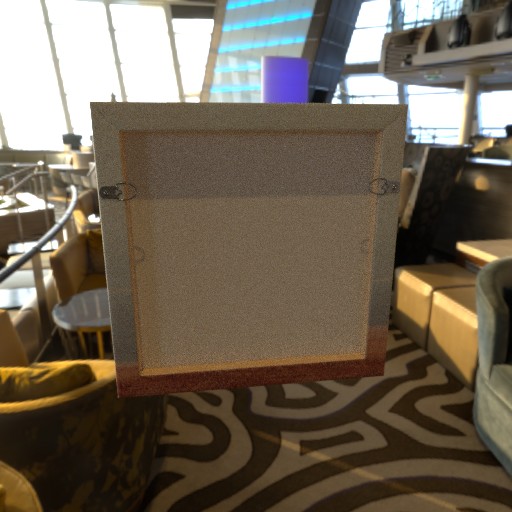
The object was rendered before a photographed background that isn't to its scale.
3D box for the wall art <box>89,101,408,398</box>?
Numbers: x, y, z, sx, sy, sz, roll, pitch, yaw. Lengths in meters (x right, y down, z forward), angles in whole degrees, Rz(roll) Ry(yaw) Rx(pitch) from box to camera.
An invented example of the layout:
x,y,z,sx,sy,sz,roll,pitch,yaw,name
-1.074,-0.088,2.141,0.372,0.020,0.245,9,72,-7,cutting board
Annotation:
x,y,z,sx,sy,sz,roll,pitch,yaw,name
0.000,0.000,0.926,0.605,0.605,0.034,-2,16,-8,wall art
